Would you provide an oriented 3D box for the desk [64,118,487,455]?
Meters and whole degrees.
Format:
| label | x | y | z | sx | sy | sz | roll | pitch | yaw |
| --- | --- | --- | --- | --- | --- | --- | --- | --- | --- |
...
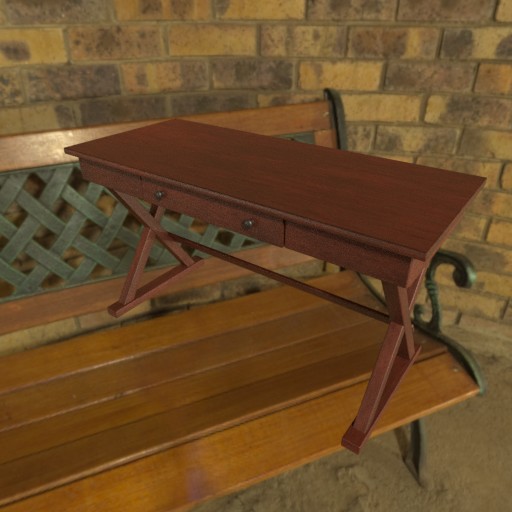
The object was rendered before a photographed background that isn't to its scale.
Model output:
| label | x | y | z | sx | sy | sz | roll | pitch | yaw |
| --- | --- | --- | --- | --- | --- | --- | --- | --- | --- |
| desk | 0.000 | 0.000 | 1.729 | 1.372 | 0.761 | 0.600 | 20 | 36 | 31 |
